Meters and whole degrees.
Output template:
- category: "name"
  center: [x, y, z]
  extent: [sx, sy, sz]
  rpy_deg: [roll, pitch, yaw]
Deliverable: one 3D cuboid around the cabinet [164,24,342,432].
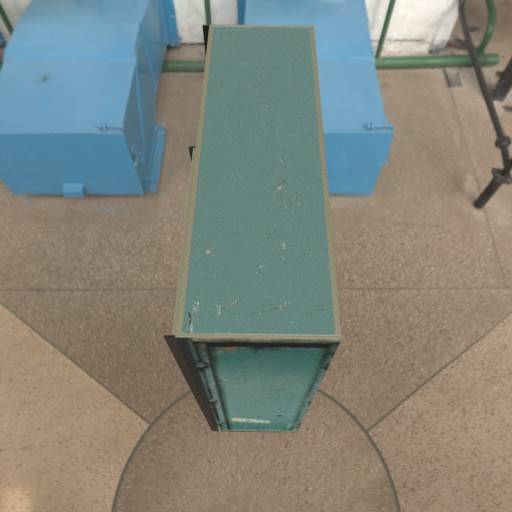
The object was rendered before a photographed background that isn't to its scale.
- category: "cabinet"
  center: [0.000, 0.000, 3.127]
  extent: [0.680, 2.160, 2.000]
  rpy_deg: [1, 60, 0]
